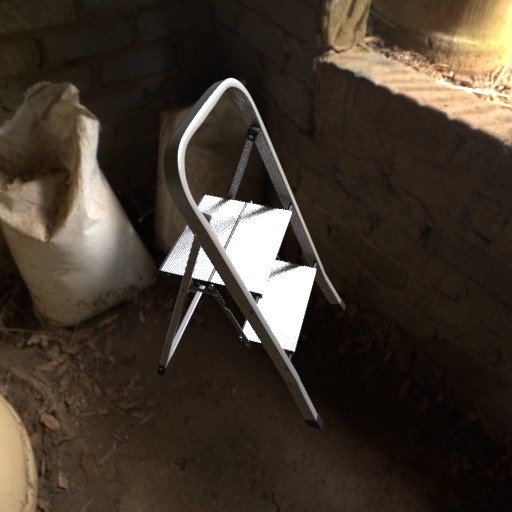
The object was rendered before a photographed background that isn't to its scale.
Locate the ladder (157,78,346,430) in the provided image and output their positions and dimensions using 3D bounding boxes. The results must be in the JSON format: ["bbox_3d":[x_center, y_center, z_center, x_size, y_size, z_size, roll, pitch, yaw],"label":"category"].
[{"bbox_3d":[0.000,0.000,1.178,0.530,0.830,0.465,12,48,11],"label":"ladder"}]
